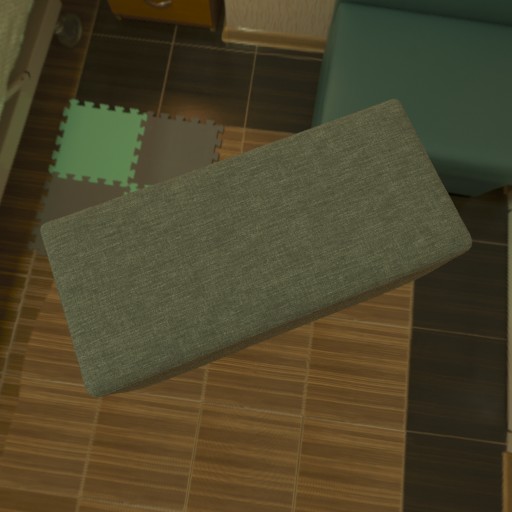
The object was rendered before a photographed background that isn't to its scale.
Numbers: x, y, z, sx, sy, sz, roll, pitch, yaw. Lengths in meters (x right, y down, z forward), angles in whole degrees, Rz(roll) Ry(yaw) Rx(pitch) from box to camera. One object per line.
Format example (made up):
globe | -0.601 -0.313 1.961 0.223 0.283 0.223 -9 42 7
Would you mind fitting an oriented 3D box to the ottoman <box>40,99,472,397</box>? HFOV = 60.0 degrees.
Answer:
ottoman | 0.000 0.000 1.157 0.902 0.432 0.419 -21 77 -5
